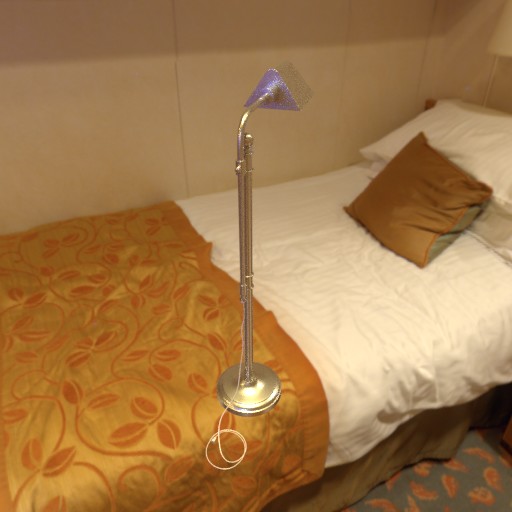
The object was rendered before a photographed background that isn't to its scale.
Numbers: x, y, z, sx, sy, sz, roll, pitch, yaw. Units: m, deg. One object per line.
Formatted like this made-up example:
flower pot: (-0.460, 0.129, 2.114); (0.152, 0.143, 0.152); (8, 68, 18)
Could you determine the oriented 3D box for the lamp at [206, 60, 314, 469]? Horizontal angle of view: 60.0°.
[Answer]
lamp: (0.000, 0.000, 0.947); (0.159, 0.708, 0.546); (9, 34, 14)
